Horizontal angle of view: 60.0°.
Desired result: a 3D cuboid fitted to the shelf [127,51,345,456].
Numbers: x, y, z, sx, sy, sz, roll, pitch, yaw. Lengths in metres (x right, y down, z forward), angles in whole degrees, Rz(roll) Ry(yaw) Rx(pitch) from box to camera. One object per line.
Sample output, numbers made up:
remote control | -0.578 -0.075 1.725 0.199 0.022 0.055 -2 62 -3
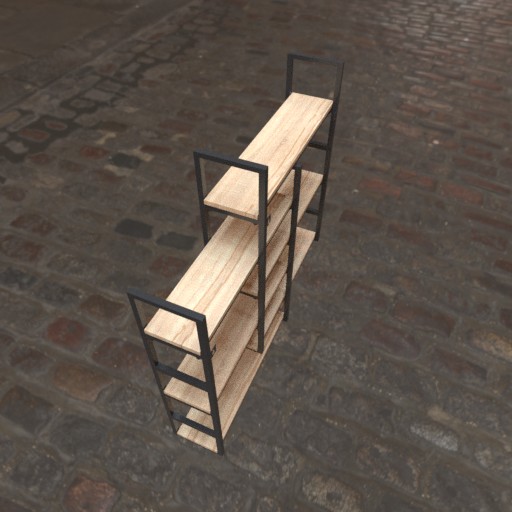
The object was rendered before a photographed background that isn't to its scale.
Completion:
shelf | 0.000 0.000 1.430 0.183 0.921 0.946 18 49 16
